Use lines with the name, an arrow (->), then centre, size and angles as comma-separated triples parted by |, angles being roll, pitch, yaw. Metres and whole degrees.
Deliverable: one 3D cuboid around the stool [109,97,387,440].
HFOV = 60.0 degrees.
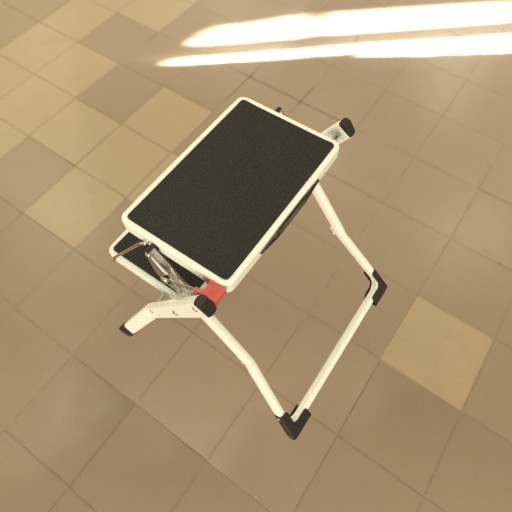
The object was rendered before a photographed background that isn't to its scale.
stool -> 0.000, 0.000, 0.870 | 0.490, 0.445, 0.485 | 31, 66, 16
